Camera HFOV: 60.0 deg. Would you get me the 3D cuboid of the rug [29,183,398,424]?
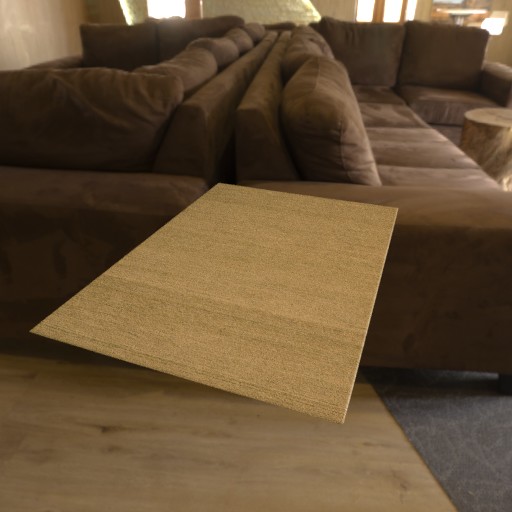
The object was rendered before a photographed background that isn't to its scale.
[{"bbox_3d":[0.000,0.000,5.067,2.782,0.025,3.935,11,32,18],"label":"rug"}]
